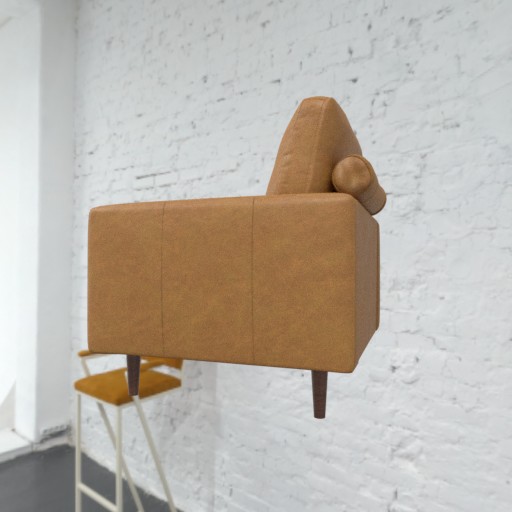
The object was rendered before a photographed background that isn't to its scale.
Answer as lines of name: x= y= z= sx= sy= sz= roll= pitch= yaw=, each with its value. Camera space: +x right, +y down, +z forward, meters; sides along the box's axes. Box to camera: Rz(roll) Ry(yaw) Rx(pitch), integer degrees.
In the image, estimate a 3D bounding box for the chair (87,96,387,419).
chair: x=0.000 y=0.000 z=1.575 sx=0.868 sy=0.896 sz=0.831 roll=0 pitch=-1 yaw=20
